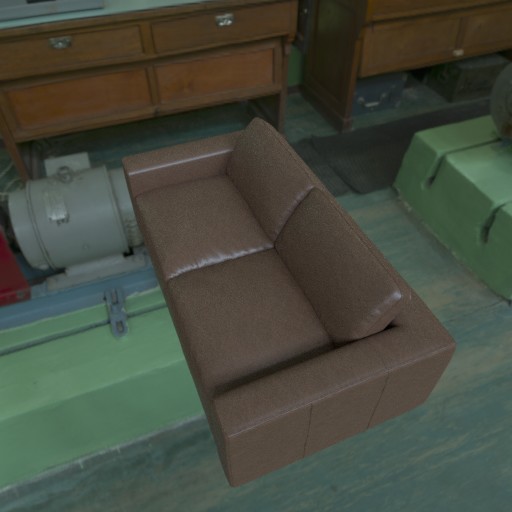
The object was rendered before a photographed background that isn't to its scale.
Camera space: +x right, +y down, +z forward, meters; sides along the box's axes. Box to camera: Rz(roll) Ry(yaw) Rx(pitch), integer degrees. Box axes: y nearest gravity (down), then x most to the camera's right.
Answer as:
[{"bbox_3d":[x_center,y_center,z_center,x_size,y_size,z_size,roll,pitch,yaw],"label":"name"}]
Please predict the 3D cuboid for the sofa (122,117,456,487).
[{"bbox_3d":[0.000,0.000,2.429,1.070,0.800,1.920,-17,49,-15],"label":"sofa"}]
